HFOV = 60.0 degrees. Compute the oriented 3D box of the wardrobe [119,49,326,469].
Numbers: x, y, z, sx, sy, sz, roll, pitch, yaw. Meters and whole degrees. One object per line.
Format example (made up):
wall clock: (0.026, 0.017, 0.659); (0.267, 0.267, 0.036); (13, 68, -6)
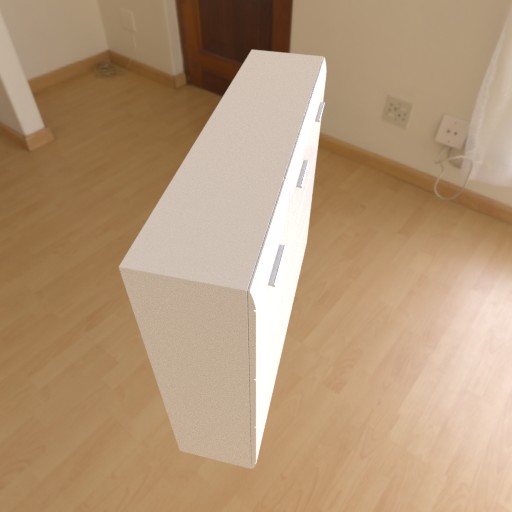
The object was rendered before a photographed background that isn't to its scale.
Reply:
wardrobe: (0.000, 0.000, 1.921); (0.360, 1.200, 1.340); (10, 47, 9)
